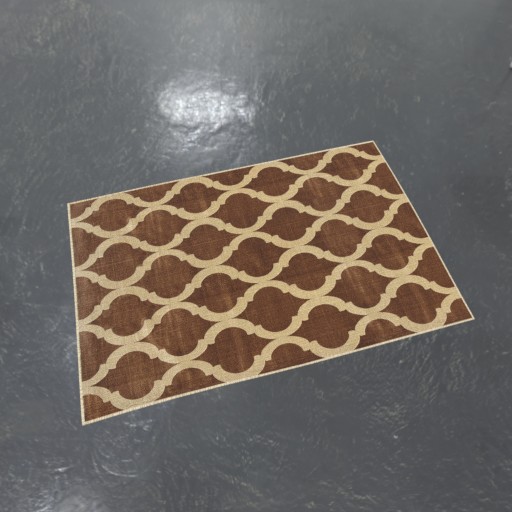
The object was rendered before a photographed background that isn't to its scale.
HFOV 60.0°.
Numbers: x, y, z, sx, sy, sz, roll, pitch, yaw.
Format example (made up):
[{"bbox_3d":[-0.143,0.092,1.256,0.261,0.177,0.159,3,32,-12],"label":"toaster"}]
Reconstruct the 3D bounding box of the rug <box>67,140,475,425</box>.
[{"bbox_3d":[0.000,0.000,2.836,2.284,0.008,1.522,-13,60,-8],"label":"rug"}]
